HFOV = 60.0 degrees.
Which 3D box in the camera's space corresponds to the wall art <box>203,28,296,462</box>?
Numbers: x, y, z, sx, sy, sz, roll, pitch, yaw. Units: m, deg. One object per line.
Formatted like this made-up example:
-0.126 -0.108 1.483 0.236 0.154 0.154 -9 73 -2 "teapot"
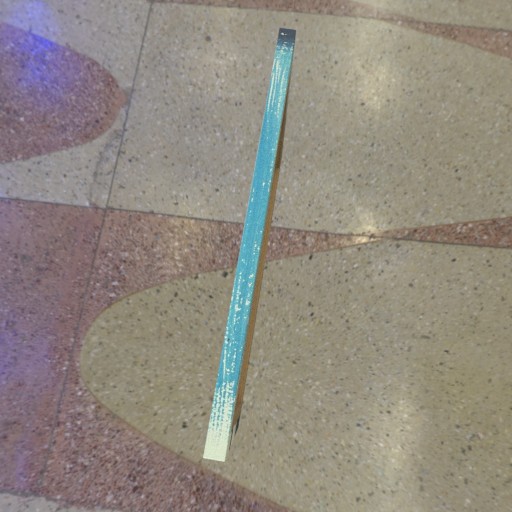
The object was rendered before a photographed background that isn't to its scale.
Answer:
0.000 0.000 1.178 0.039 0.610 0.914 9 74 2 "wall art"
